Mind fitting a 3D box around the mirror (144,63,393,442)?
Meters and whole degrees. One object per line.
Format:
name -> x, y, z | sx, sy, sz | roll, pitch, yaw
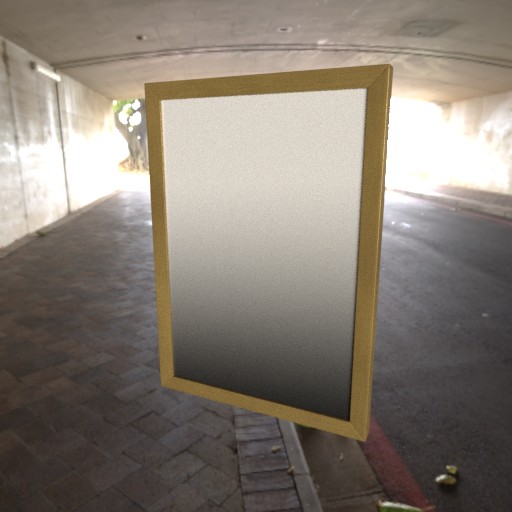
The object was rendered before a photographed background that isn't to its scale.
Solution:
mirror -> 0.000, 0.000, 0.934 | 0.507, 0.710, 0.040 | 6, 15, 25
